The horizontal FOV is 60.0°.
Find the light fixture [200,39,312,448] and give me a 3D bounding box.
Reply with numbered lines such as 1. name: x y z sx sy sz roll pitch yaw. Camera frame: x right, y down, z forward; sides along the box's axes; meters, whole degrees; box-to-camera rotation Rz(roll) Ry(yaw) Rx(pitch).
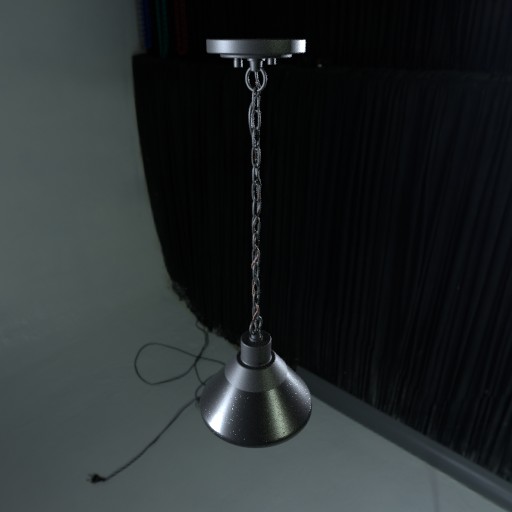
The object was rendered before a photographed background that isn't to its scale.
1. light fixture: 0.000 0.000 0.669 0.201 0.588 0.201 18 32 32
